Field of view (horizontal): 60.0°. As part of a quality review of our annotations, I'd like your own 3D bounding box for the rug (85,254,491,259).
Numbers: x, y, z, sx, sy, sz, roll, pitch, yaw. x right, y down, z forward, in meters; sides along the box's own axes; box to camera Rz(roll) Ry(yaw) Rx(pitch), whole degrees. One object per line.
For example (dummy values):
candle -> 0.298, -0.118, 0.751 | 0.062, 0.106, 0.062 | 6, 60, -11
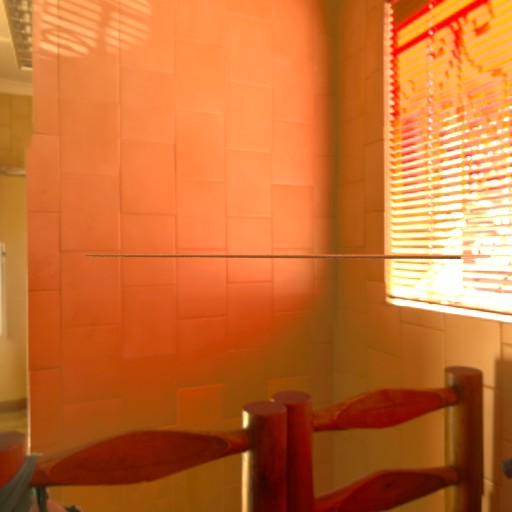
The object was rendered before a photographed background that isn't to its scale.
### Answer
rug -> 0.000, 0.000, 2.504 | 2.276, 0.014, 0.678 | 0, 0, 36
